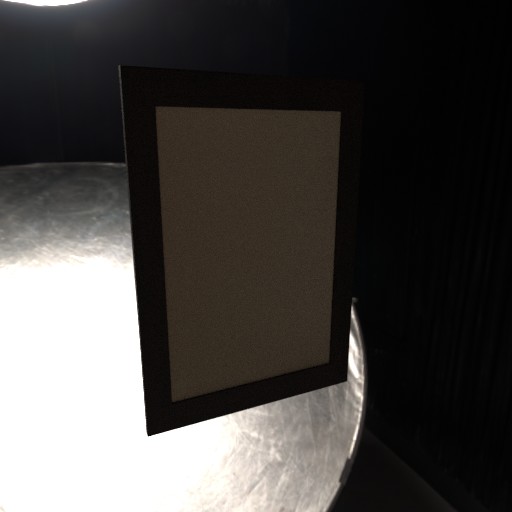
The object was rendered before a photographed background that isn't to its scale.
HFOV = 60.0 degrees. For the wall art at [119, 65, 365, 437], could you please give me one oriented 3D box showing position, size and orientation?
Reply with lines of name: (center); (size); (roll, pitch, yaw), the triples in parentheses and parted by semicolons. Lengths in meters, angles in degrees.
wall art: (0.000, 0.000, 0.666); (0.359, 0.508, 0.013); (-7, 17, -24)
